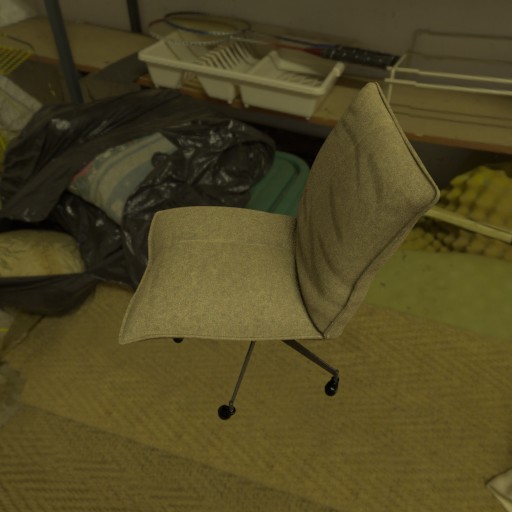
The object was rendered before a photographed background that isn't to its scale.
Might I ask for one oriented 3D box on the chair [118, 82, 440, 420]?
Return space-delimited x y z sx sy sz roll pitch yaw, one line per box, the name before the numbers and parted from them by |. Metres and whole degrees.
chair | 0.000 0.000 1.277 0.696 0.811 0.597 1 41 1
